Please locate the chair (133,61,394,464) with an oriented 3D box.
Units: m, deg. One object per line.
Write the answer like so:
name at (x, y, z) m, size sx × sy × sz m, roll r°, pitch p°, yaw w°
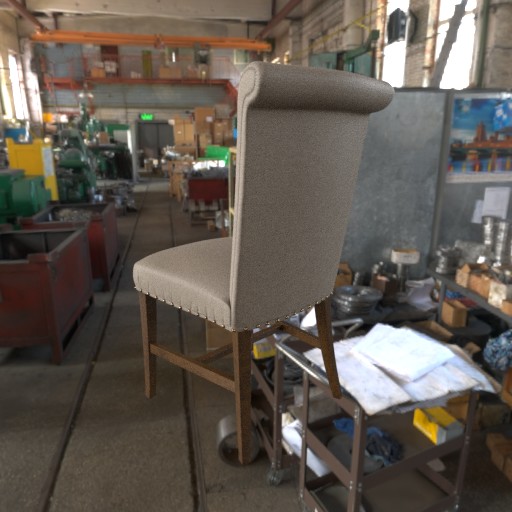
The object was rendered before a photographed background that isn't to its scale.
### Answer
chair at (0.000, 0.000, 1.332) m, size 0.513 × 0.988 × 0.608 m, roll -15°, pitch 21°, yaw -43°
